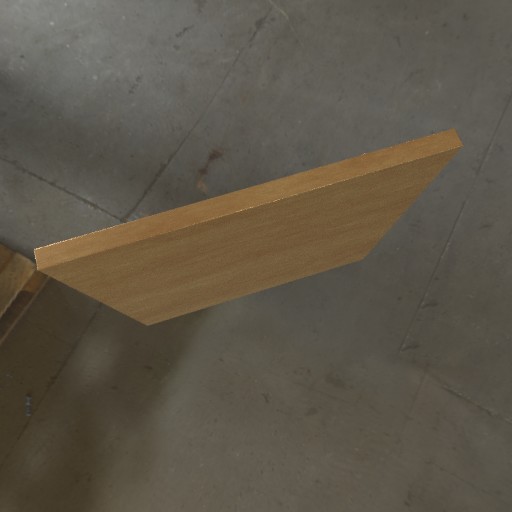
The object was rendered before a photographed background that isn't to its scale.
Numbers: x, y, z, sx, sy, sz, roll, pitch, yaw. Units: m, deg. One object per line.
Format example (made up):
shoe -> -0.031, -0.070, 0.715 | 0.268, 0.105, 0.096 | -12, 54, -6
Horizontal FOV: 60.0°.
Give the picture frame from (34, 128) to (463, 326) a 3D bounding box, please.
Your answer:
picture frame -> 0.000, 0.000, 1.124 | 0.758, 0.761, 0.037 | -17, 75, -5
